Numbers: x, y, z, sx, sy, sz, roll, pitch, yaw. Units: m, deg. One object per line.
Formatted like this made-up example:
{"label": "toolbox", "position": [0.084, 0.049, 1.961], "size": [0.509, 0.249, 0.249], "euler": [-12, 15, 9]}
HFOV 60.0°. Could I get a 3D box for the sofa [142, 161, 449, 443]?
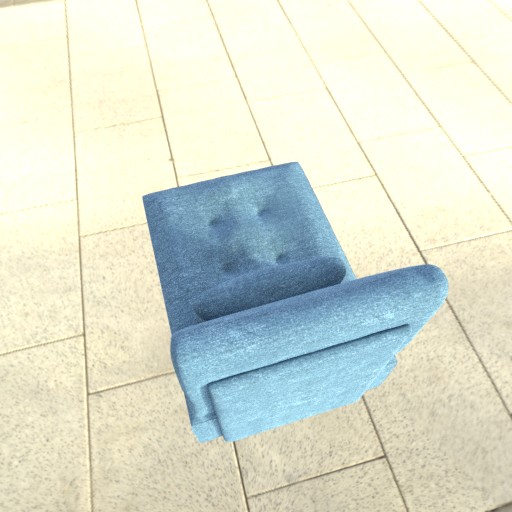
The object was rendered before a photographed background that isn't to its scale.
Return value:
{"label": "sofa", "position": [0.000, 0.000, 1.543], "size": [0.700, 0.820, 1.000], "euler": [-14, 58, -9]}
